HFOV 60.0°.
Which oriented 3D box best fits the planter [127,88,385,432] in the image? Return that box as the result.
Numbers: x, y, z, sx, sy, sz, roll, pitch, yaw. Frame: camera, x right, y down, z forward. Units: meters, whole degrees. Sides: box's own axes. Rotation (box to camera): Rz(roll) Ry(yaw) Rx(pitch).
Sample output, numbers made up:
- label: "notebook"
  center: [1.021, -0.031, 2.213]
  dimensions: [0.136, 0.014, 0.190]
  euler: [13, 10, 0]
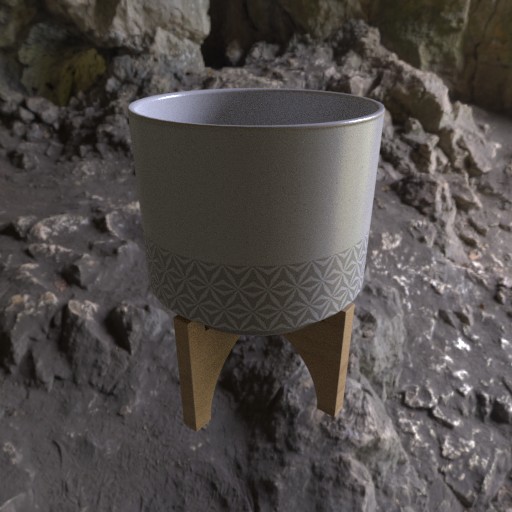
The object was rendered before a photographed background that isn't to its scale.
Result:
- label: "planter"
  center: [0.000, 0.000, 0.393]
  dimensions: [0.188, 0.260, 0.188]
  euler: [0, 27, 0]
